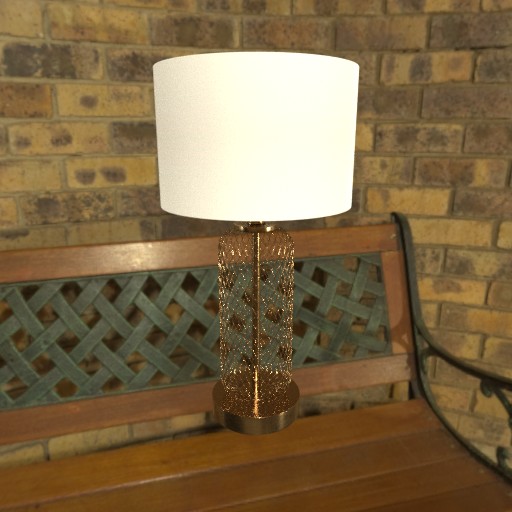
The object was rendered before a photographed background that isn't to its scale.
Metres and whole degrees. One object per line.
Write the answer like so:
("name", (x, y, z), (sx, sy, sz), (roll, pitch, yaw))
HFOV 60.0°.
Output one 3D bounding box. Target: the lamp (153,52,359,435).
("lamp", (0.000, 0.000, 0.618), (0.252, 0.483, 0.252), (15, 21, 43))
